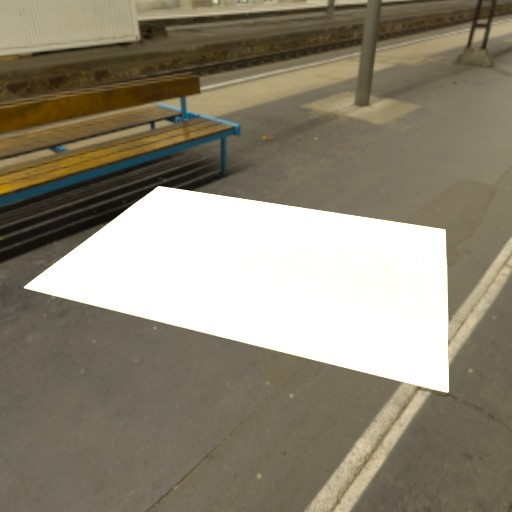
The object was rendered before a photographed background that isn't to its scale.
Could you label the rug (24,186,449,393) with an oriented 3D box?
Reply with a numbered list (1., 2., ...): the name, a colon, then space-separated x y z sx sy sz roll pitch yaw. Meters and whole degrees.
1. rug: 0.000 0.000 2.279 1.850 0.006 1.234 11 34 16
